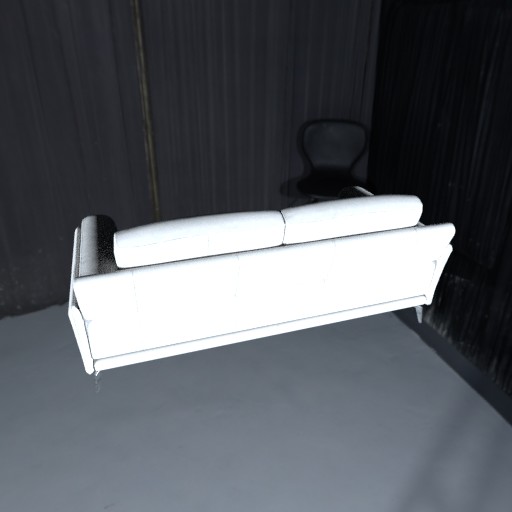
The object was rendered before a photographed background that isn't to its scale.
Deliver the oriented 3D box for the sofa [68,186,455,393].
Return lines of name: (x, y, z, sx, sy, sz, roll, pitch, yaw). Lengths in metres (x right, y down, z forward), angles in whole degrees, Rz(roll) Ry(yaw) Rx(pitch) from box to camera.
sofa: (0.000, 0.000, 2.742, 2.101, 0.930, 1.049, -9, 28, -16)
